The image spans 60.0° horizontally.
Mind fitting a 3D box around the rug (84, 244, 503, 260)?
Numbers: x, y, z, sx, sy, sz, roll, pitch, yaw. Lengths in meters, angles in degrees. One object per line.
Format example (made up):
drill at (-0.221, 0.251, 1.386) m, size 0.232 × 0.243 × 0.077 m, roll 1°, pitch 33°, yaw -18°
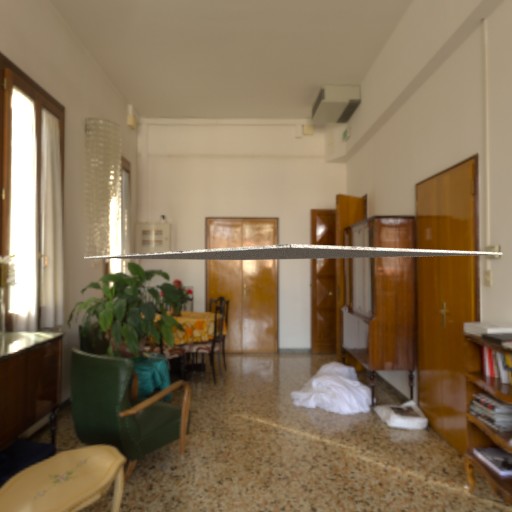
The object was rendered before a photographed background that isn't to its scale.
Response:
rug at (0.000, 0.000, 4.585) m, size 2.393 × 0.019 × 3.824 m, roll 1°, pitch -2°, yaw -36°
